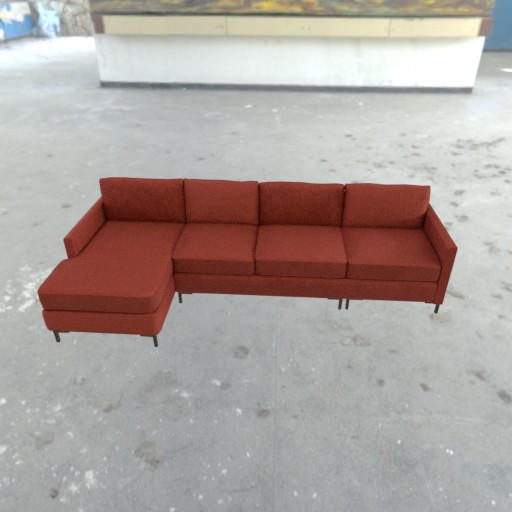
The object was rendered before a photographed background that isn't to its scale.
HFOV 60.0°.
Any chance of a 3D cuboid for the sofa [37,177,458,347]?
[{"bbox_3d":[0.000,0.000,4.025,3.400,0.967,1.500,2,32,3],"label":"sofa"}]
